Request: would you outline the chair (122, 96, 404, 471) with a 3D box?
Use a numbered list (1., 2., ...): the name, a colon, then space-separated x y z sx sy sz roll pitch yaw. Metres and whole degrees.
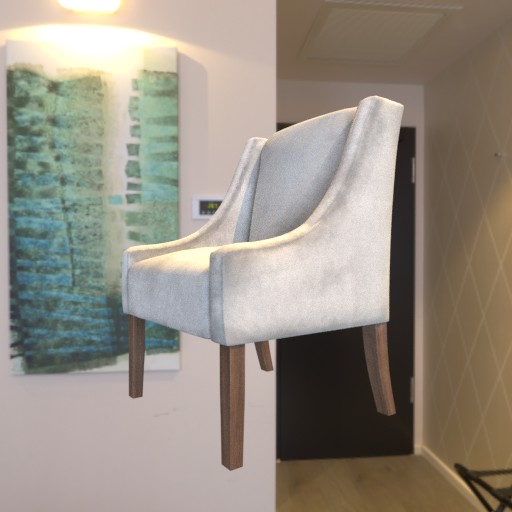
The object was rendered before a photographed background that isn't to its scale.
1. chair: 0.000 0.000 1.339 0.629 0.895 0.629 -1 1 -36
